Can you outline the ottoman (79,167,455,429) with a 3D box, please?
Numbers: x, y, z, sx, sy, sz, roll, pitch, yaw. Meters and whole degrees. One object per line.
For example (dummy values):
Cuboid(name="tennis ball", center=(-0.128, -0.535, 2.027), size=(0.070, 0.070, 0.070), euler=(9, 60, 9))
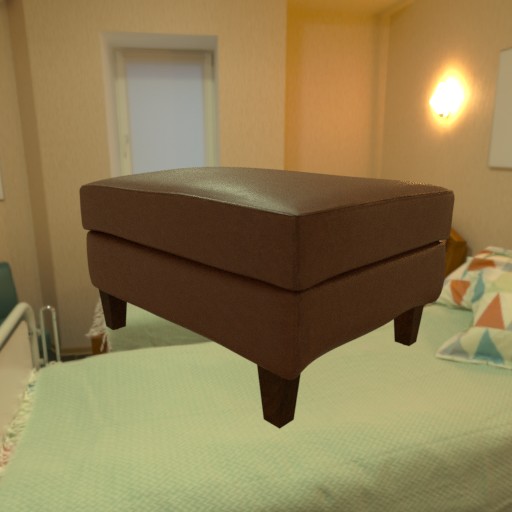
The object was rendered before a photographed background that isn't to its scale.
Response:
Cuboid(name="ottoman", center=(0.000, 0.000, 1.253), size=(0.650, 0.485, 0.851), euler=(-13, 19, -43))
